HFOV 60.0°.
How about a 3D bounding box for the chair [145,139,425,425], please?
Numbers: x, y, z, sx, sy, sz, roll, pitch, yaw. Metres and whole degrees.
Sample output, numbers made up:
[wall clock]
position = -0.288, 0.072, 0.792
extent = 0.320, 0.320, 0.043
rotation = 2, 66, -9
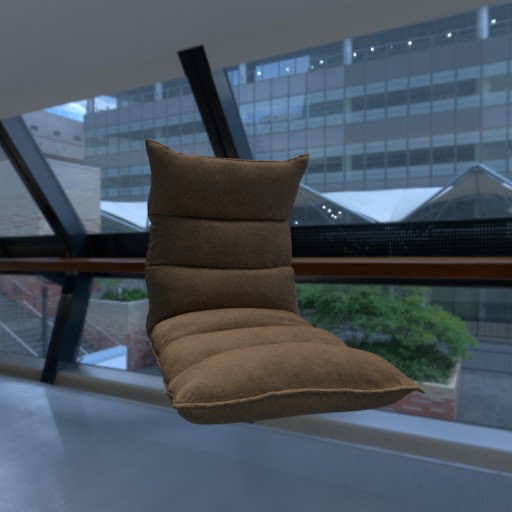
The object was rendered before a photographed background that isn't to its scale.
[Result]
[chair]
position = 0.000, 0.000, 1.559
extent = 0.714, 0.892, 0.985
rotation = -1, 2, -18
